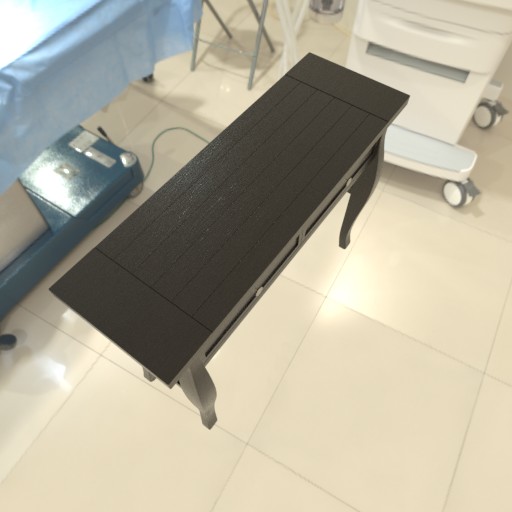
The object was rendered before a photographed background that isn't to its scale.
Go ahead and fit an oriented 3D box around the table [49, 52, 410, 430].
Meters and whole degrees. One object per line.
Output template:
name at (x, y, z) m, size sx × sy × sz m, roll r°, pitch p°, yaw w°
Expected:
table at (0.000, 0.000, 1.472) m, size 0.373 × 0.768 × 1.062 m, roll 32°, pitch 64°, yaw 18°
